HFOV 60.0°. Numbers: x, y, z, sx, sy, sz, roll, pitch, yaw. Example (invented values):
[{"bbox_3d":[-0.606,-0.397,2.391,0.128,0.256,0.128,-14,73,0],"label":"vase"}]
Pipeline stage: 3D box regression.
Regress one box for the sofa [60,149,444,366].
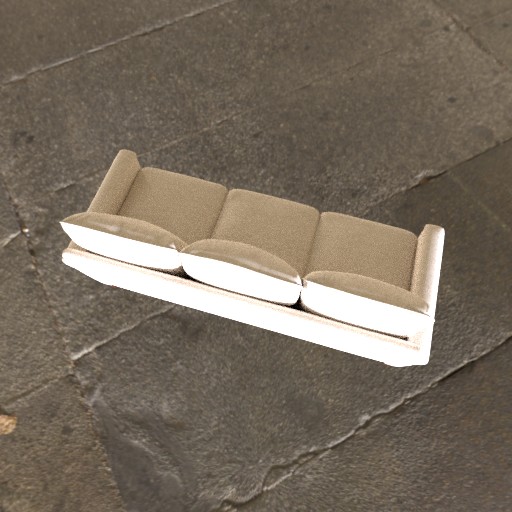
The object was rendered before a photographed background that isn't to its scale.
[{"bbox_3d":[0.000,0.000,2.496,1.925,0.961,0.828,15,66,7],"label":"sofa"}]
